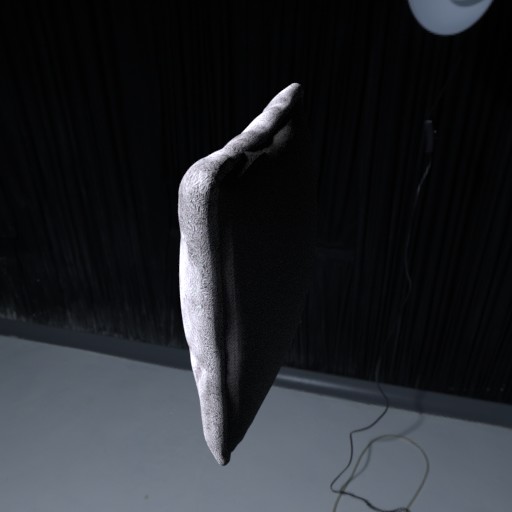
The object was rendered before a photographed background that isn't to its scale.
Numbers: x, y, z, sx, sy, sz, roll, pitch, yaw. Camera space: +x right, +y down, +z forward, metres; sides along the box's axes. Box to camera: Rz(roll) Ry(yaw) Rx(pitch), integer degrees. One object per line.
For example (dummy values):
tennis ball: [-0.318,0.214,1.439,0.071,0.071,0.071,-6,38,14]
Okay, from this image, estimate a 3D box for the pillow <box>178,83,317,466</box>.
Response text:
pillow: [0.000,0.000,0.814,0.204,0.520,0.522,8,32,13]
